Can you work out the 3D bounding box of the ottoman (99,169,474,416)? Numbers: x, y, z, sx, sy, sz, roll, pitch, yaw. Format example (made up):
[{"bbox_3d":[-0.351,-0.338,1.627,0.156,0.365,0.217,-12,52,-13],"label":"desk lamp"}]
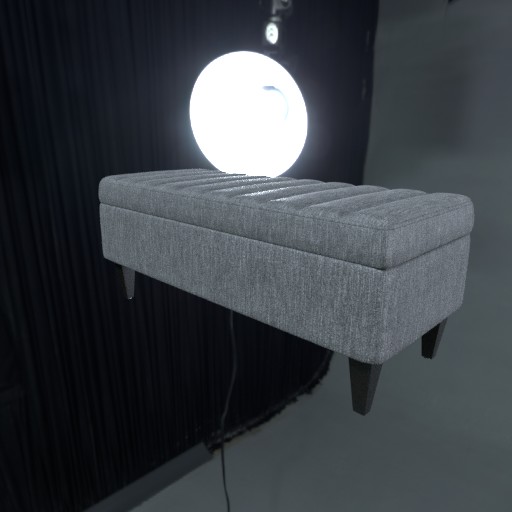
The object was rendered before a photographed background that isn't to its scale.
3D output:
[{"bbox_3d":[0.000,0.000,1.422,1.151,0.469,0.482,15,22,42],"label":"ottoman"}]
